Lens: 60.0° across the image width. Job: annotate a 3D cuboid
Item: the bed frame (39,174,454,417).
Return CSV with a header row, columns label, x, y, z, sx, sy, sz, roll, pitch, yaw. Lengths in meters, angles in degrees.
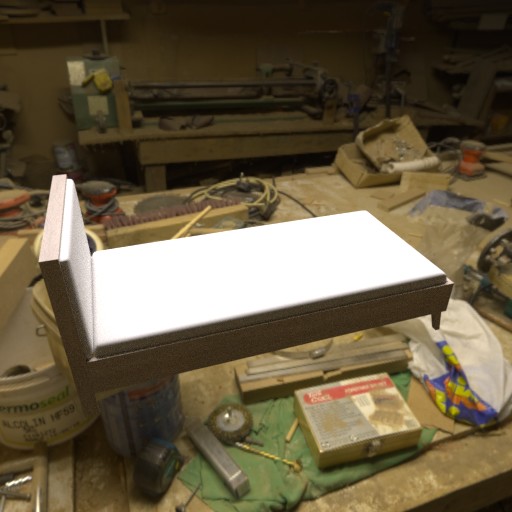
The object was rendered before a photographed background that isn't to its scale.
label,x,y,z,sx,sy,sz,roll,pitch,yaw
bed frame,0.000,0.000,2.679,2.140,0.920,0.990,-10,33,-16
